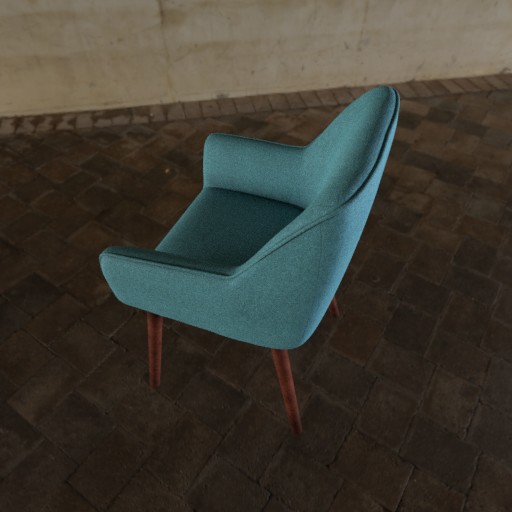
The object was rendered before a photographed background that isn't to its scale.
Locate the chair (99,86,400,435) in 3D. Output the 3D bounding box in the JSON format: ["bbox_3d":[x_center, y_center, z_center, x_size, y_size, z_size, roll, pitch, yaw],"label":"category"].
[{"bbox_3d":[0.000,0.000,1.133,0.519,0.803,0.543,15,47,15],"label":"chair"}]
